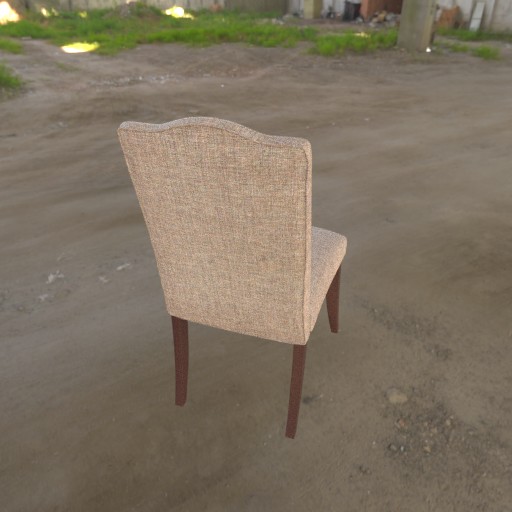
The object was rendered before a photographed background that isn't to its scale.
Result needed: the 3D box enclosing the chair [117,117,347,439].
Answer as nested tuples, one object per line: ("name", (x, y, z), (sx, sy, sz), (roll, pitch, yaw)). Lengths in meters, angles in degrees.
("chair", (0.000, 0.000, 1.417), (0.513, 1.016, 0.660), (10, 33, 16))
